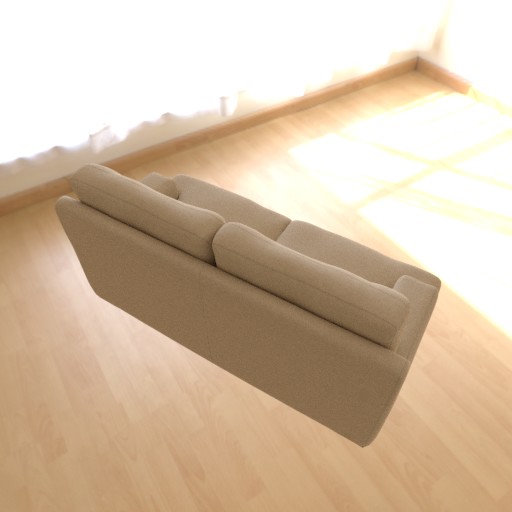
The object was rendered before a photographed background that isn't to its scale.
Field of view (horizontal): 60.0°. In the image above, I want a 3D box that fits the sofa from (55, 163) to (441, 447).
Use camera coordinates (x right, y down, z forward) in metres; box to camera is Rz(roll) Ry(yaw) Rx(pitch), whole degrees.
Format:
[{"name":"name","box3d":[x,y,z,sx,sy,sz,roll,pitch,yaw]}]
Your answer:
[{"name":"sofa","box3d":[0.000,0.000,2.431,1.885,0.967,0.962,24,52,21]}]
